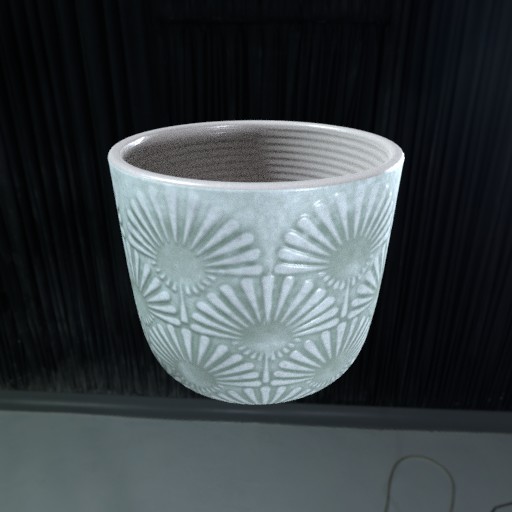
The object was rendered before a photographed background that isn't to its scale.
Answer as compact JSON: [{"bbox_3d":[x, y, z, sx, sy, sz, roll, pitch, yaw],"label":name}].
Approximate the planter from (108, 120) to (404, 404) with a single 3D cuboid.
[{"bbox_3d":[0.000,0.000,0.217,0.124,0.109,0.124,0,26,0],"label":"planter"}]
